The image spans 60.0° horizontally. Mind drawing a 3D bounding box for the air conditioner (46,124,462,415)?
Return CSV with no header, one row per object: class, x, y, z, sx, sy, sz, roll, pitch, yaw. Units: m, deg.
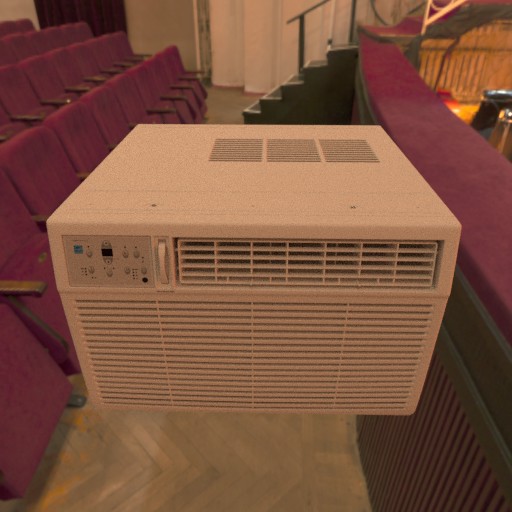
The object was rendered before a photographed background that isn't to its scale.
air conditioner,0.000,0.000,1.036,0.645,0.455,0.599,1,31,1
